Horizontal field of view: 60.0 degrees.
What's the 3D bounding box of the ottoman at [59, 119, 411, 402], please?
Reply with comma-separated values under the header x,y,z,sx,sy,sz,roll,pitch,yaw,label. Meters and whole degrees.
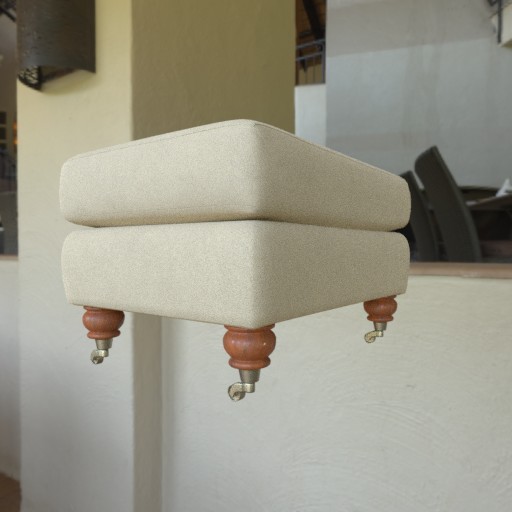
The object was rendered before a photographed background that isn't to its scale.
x,y,z,sx,sy,sz,roll,pitch,yaw,label
0.000,0.000,1.129,0.569,0.504,0.773,1,1,37,ottoman
